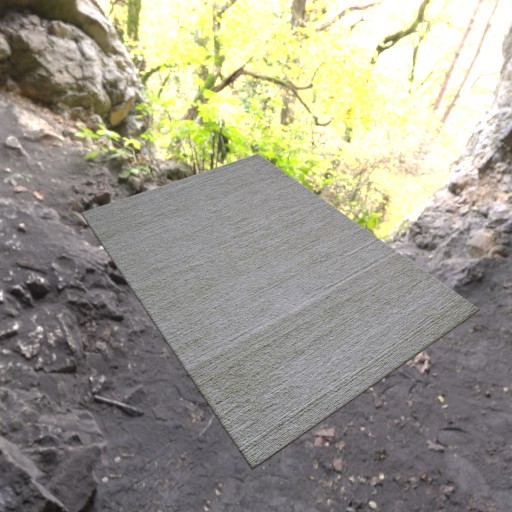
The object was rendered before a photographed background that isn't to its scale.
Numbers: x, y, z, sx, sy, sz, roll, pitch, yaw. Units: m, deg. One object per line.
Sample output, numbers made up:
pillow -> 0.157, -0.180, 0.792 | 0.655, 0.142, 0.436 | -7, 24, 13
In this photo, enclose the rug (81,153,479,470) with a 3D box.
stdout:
rug -> 0.000, 0.000, 2.938 | 1.606, 0.017, 2.270 | -25, 47, -25
